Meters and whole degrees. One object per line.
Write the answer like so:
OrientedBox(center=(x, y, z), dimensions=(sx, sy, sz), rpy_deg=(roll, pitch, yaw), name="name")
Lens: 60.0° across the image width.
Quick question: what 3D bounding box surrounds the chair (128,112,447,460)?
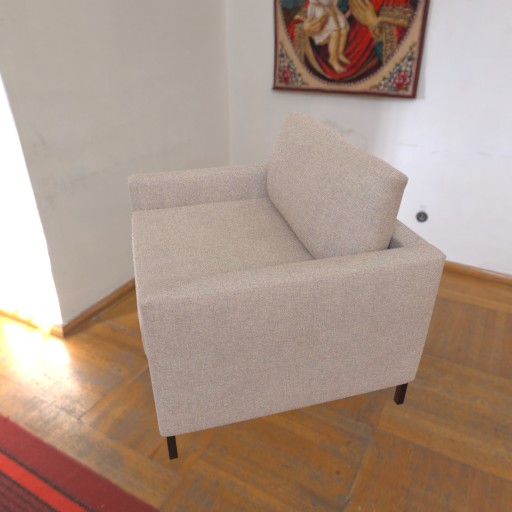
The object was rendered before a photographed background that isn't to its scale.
OrientedBox(center=(0.000, 0.000, 1.621), dimensions=(0.866, 0.861, 0.963), rpy_deg=(-8, 30, -14), name="chair")
